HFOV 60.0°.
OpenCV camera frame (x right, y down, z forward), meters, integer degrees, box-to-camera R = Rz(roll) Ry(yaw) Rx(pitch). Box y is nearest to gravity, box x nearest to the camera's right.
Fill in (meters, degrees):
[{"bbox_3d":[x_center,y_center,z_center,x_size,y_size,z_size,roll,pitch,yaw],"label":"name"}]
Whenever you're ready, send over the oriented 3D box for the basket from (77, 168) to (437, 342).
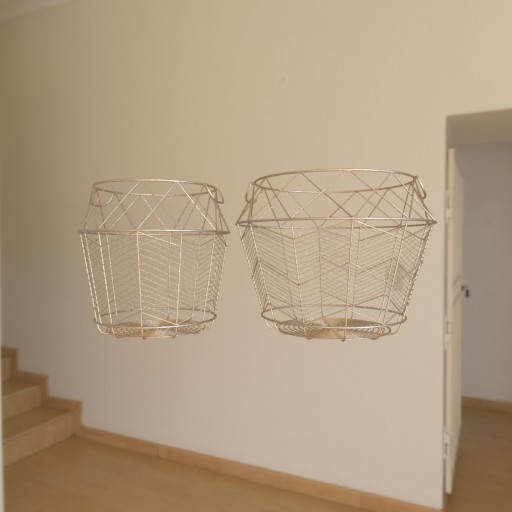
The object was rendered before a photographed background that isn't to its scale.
[{"bbox_3d":[0.000,0.000,1.031,0.805,0.343,0.451,0,1,0],"label":"basket"}]
